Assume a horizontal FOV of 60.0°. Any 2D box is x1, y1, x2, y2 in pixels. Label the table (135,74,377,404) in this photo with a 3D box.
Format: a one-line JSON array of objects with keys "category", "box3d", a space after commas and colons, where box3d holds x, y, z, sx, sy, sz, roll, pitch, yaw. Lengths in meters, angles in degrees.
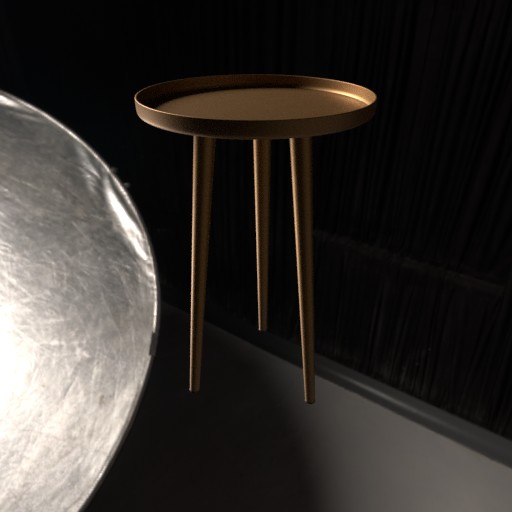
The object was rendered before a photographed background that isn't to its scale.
[{"category": "table", "box3d": [0.000, 0.000, 0.681, 0.299, 0.480, 0.299, 19, 35, 29]}]
